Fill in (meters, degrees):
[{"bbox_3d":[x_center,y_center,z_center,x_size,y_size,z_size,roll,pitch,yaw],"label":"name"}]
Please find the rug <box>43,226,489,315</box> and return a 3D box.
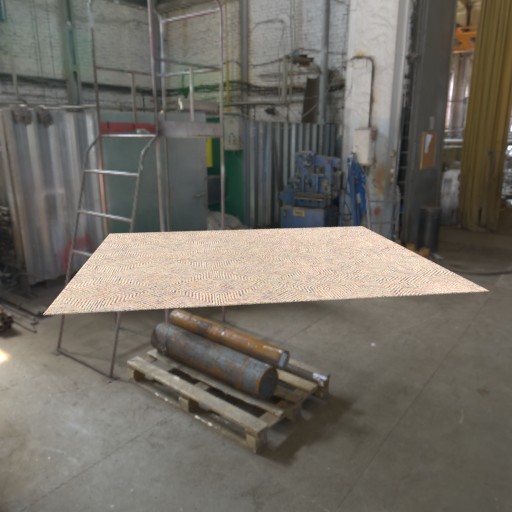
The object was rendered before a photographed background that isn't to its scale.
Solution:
[{"bbox_3d":[0.000,0.000,4.148,3.046,0.008,2.442,-2,15,-8],"label":"rug"}]
